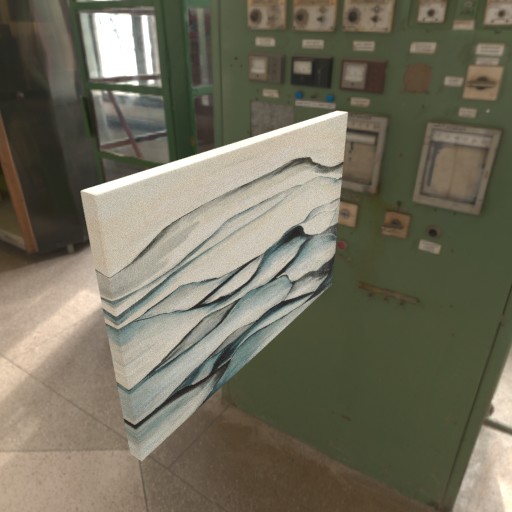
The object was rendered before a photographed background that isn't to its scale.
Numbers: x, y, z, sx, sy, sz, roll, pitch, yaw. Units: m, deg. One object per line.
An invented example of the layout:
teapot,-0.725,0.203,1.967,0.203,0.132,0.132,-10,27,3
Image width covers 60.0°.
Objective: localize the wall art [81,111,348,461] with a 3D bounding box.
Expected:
wall art,0.000,0.000,1.162,0.039,0.609,0.914,18,32,31
